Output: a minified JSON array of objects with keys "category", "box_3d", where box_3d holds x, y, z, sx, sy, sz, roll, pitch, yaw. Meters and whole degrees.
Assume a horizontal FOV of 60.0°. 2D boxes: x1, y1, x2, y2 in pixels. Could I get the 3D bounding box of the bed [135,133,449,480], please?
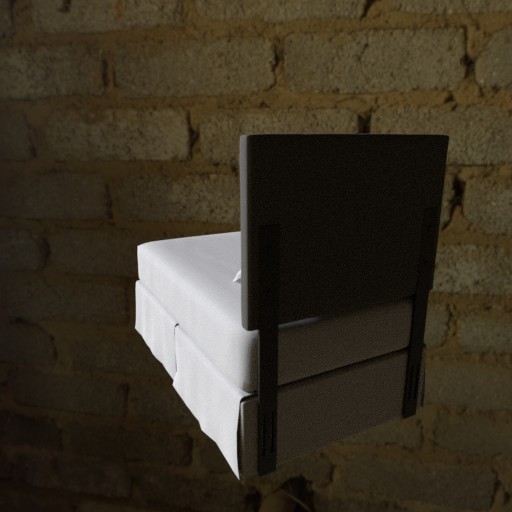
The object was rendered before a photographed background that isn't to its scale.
[{"category":"bed","box_3d":[0.000,0.000,2.967,1.261,1.571,1.997,-8,17,-27]}]
